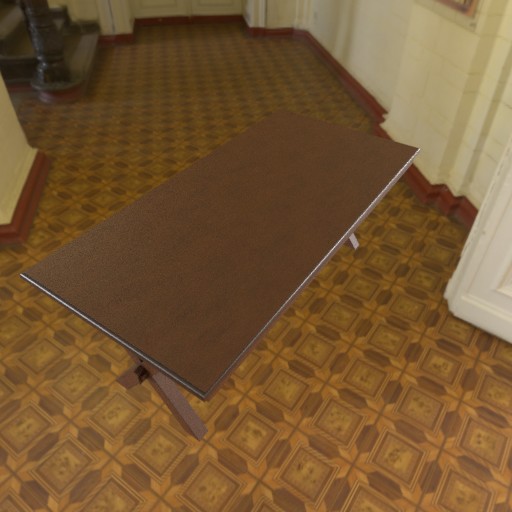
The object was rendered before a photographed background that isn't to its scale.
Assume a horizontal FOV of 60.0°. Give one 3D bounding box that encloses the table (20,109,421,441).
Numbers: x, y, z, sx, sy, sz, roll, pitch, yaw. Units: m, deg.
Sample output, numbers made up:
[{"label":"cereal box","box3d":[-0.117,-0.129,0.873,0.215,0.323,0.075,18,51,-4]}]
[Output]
[{"label":"table","box3d":[0.000,0.000,1.485,0.594,0.459,1.197,25,47,25]}]
